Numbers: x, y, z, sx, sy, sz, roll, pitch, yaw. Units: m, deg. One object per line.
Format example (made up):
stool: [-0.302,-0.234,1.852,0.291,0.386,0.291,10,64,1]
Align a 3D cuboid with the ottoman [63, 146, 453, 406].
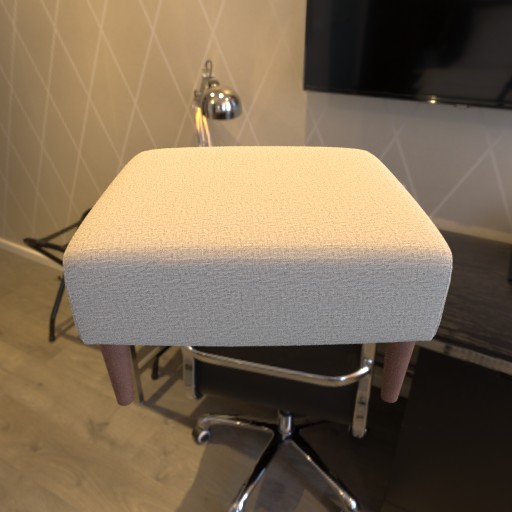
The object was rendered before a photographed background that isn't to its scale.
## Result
ottoman: [0.000,0.000,1.056,0.650,0.398,0.649,0,29,-1]
